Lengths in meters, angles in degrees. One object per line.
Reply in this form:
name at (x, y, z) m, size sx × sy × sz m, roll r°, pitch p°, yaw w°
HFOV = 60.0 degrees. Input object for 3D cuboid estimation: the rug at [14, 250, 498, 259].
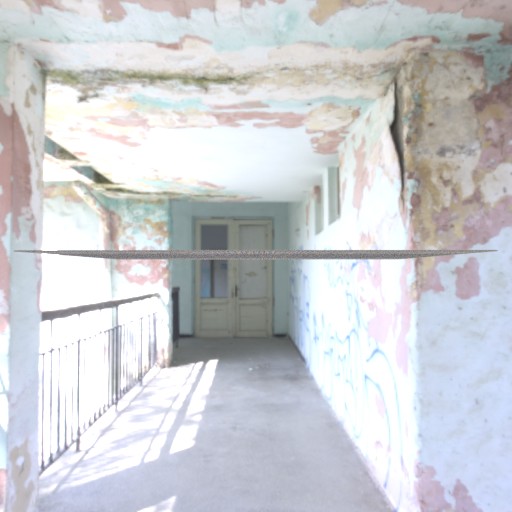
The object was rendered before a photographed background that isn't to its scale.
rug at (0.000, 0.000, 2.281) m, size 1.828 × 0.005 × 1.219 m, roll 0°, pitch -2°, yaw 1°
